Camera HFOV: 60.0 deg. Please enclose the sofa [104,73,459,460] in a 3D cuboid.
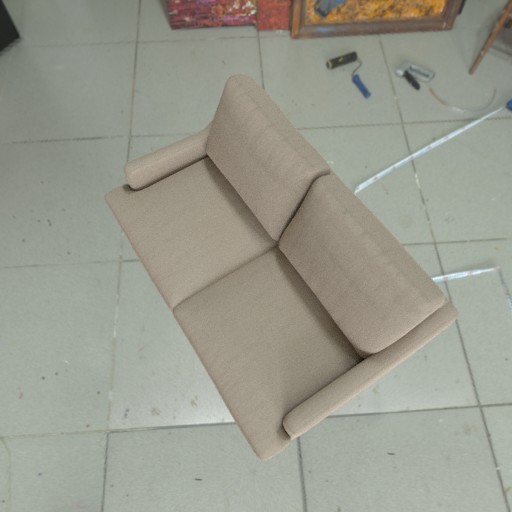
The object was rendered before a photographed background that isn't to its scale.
[{"bbox_3d":[0.000,0.000,2.232,1.004,0.910,1.619,-30,68,-14],"label":"sofa"}]
